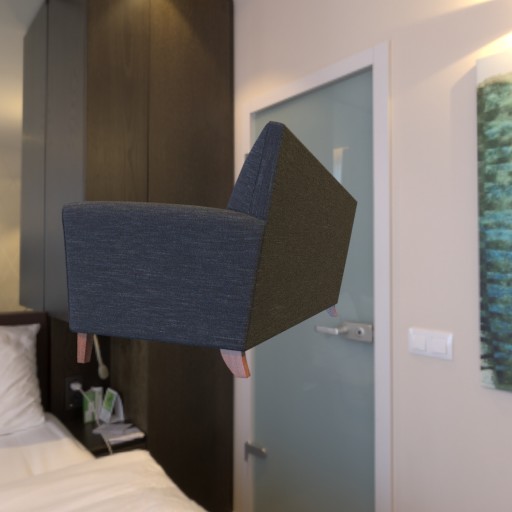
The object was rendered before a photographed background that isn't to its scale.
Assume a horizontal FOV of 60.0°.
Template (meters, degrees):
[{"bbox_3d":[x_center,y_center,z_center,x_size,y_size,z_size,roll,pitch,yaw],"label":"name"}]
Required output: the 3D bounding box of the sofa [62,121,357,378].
[{"bbox_3d":[0.000,0.000,2.446,0.875,0.846,1.976,0,-1,20],"label":"sofa"}]
